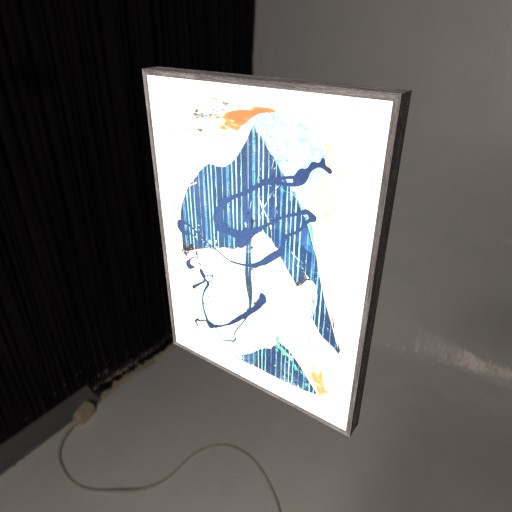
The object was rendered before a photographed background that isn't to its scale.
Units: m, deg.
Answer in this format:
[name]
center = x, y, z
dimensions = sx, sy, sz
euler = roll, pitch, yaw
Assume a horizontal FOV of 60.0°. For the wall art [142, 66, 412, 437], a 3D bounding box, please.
[wall art]
center = 0.000, 0.000, 1.350
dimensions = 0.762, 1.016, 0.063
euler = 19, 34, 31
